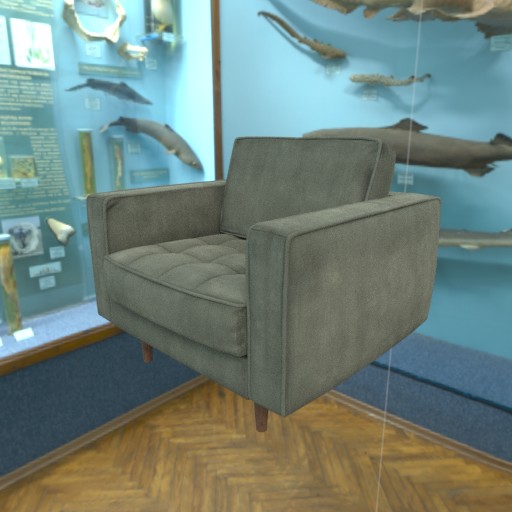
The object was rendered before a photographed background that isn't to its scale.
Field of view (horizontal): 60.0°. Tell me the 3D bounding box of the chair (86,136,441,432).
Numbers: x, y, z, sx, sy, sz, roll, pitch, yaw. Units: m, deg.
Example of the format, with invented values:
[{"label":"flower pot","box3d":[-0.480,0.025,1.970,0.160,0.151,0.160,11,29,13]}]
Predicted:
[{"label":"chair","box3d":[0.000,0.000,1.487,0.928,0.773,0.843,14,21,42]}]
